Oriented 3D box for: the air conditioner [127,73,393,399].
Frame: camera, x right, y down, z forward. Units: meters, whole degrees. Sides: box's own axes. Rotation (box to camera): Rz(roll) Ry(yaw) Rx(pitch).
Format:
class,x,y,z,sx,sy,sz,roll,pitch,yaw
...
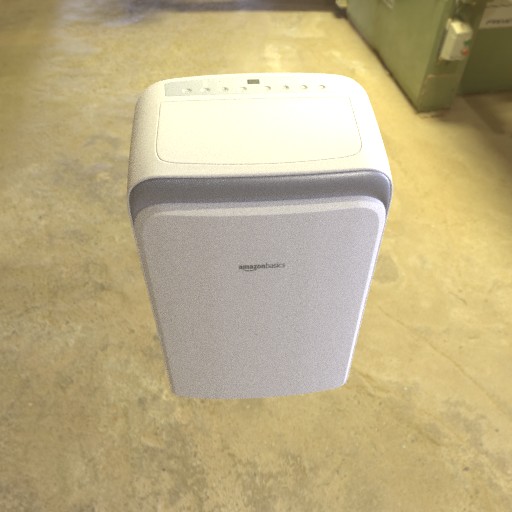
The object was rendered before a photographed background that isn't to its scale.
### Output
class,x,y,z,sx,sy,sz,roll,pitch,yaw
air conditioner,0.000,0.000,0.960,0.454,0.700,0.365,-3,48,-2
